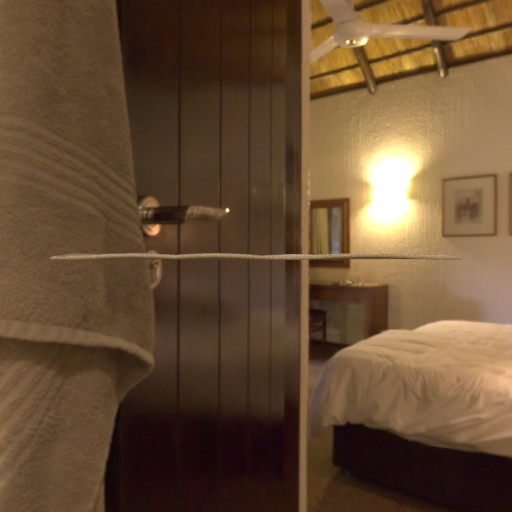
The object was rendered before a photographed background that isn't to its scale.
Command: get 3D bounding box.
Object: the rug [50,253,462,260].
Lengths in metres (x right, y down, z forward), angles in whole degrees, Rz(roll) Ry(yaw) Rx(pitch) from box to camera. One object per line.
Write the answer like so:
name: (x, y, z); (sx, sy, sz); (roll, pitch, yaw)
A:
rug: (0.000, 0.000, 0.900); (0.551, 0.008, 0.642); (0, 0, 0)
